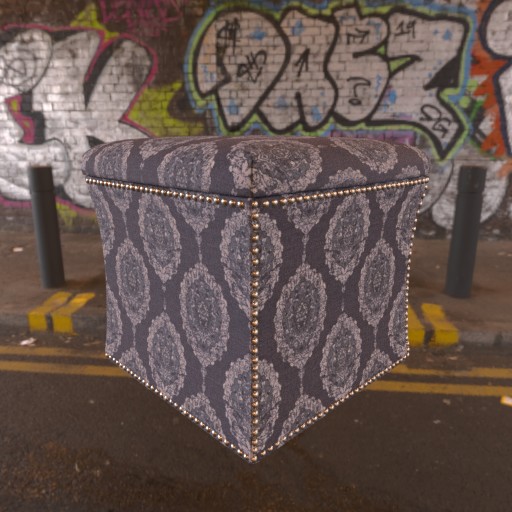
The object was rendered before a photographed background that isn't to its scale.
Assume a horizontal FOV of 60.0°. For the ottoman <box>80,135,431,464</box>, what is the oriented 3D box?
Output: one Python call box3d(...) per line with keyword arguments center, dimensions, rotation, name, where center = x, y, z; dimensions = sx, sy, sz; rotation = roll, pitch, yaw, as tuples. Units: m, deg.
box3d(center=(0.000, 0.000, 0.902), dimensions=(0.507, 0.475, 0.497), rotation=(-14, 21, -42), name="ottoman")
